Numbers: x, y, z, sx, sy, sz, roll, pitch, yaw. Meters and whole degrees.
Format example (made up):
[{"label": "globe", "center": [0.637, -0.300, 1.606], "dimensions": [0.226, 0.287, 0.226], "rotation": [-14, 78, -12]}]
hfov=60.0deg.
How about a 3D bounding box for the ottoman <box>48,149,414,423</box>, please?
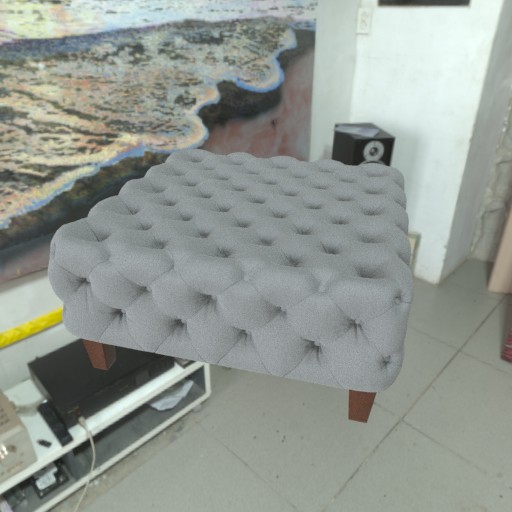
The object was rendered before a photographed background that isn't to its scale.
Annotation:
[{"label": "ottoman", "center": [0.000, 0.000, 1.444], "dimensions": [0.917, 0.439, 0.911], "rotation": [7, 30, 13]}]
